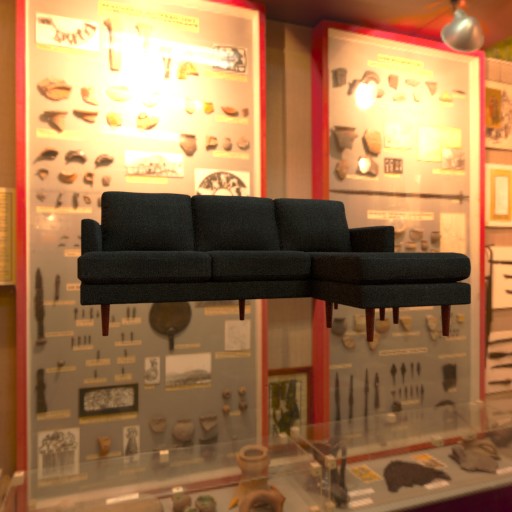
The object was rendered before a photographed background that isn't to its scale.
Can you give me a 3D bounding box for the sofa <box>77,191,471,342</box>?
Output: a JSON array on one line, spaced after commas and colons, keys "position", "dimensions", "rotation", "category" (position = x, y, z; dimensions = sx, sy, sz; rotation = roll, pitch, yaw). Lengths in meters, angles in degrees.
[{"position": [0.000, 0.000, 2.993], "dimensions": [2.233, 0.956, 1.504], "rotation": [0, 0, -19], "category": "sofa"}]
